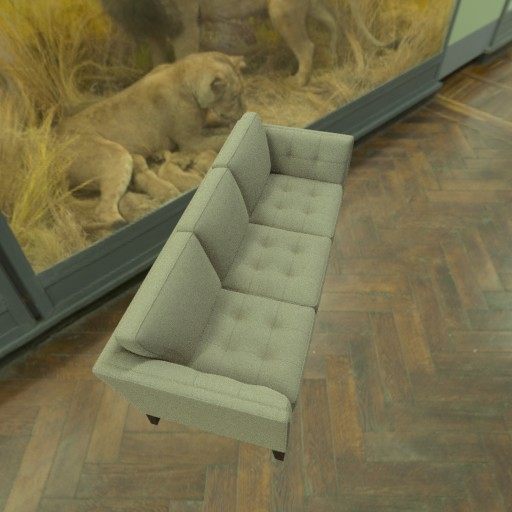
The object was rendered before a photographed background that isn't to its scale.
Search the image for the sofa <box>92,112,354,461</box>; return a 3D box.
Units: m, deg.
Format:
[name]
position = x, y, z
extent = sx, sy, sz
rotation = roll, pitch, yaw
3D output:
[sofa]
position = 0.000, 0.000, 3.005
extent = 0.965, 0.940, 2.388
rotation = 11, 48, 11
